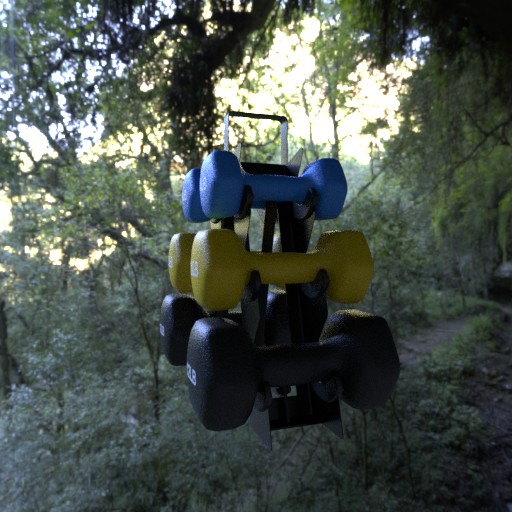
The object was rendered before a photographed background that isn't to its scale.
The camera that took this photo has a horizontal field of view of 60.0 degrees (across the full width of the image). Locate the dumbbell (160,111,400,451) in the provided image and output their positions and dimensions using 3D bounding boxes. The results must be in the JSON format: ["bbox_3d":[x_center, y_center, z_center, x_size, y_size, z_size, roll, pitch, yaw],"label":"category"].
[{"bbox_3d":[0.000,0.000,0.678,0.255,0.426,0.409,-1,2,-19],"label":"dumbbell"}]
